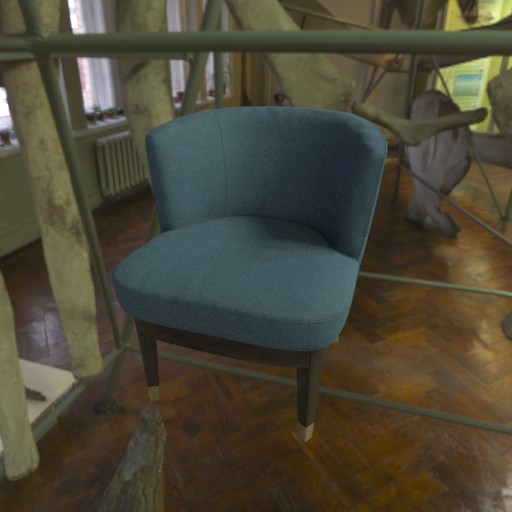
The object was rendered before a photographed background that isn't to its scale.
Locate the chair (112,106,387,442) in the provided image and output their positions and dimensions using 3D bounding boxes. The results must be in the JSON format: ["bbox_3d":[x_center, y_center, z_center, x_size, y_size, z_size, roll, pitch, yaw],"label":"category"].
[{"bbox_3d":[0.000,0.000,1.297,0.661,0.760,0.702,8,27,17],"label":"chair"}]
